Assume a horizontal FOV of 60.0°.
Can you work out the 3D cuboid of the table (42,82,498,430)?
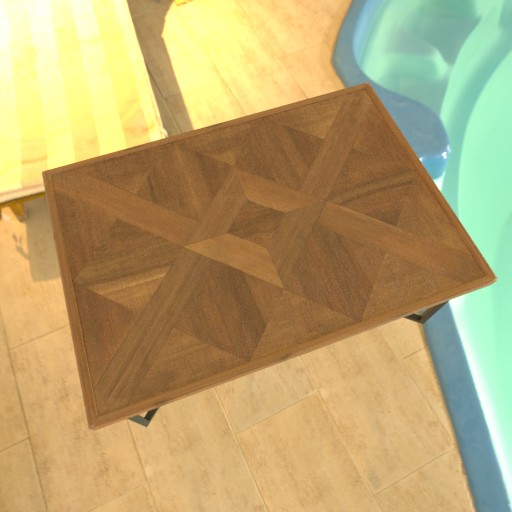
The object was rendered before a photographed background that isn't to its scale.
[{"bbox_3d":[0.000,0.000,1.641,1.238,0.492,0.877,-18,65,-9],"label":"table"}]
